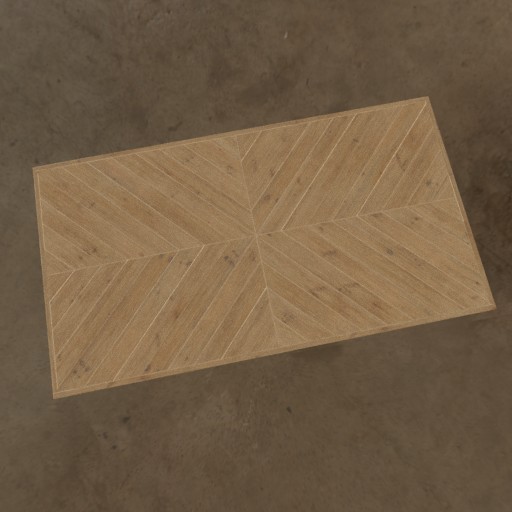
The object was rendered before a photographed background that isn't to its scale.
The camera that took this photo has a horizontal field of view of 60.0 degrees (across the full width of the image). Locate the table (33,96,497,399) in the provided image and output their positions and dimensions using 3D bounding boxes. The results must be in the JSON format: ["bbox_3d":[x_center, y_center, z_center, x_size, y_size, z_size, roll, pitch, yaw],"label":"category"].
[{"bbox_3d":[0.000,0.000,2.247,1.803,0.762,0.991,-11,77,-3],"label":"table"}]
